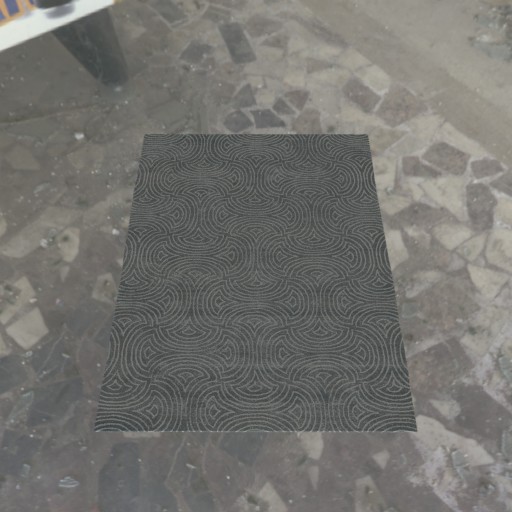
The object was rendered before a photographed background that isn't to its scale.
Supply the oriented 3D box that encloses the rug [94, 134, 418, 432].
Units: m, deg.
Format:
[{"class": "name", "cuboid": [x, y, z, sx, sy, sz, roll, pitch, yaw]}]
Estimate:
[{"class": "rug", "cuboid": [0.000, 0.000, 4.084, 2.456, 0.021, 3.042, 0, 61, 0]}]
